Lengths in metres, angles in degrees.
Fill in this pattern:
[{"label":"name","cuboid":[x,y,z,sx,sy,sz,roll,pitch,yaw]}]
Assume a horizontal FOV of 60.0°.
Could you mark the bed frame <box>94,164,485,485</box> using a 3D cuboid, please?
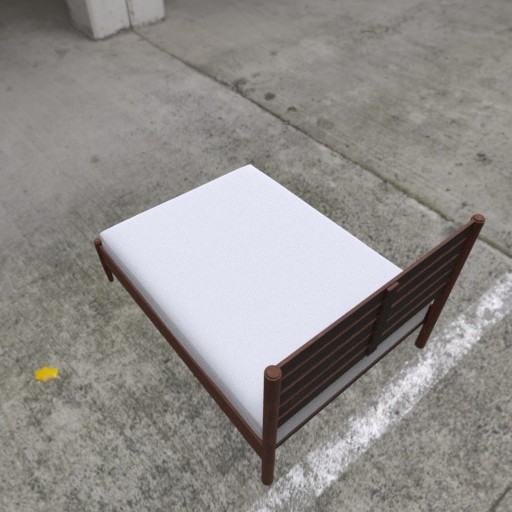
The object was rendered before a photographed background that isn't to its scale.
[{"label":"bed frame","cuboid":[0.000,0.000,3.274,1.655,1.321,2.234,-30,53,-26]}]
